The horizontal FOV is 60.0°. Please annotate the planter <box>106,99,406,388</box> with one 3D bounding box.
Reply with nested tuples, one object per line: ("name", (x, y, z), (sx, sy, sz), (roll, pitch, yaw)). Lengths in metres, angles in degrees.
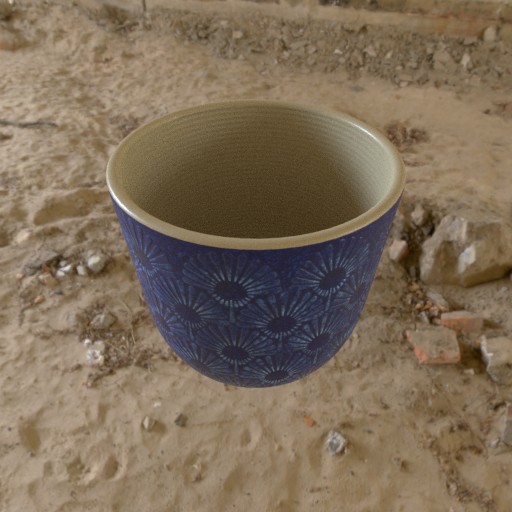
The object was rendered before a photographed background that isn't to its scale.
("planter", (0.000, 0.000, 0.374), (0.206, 0.190, 0.206), (0, 41, 0))
